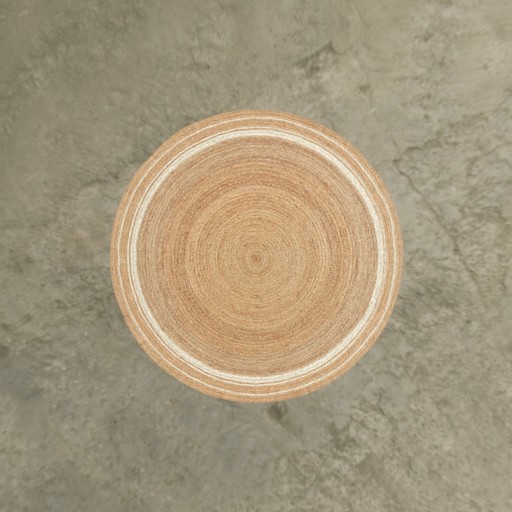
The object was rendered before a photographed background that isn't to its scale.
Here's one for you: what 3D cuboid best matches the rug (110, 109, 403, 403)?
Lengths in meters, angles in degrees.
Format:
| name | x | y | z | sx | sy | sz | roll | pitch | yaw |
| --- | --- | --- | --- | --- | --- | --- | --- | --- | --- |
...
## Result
| name | x | y | z | sx | sy | sz | roll | pitch | yaw |
| --- | --- | --- | --- | --- | --- | --- | --- | --- | --- |
| rug | 0.000 | 0.000 | 3.698 | 2.444 | 0.015 | 2.444 | 0 | 90 | 1 |
